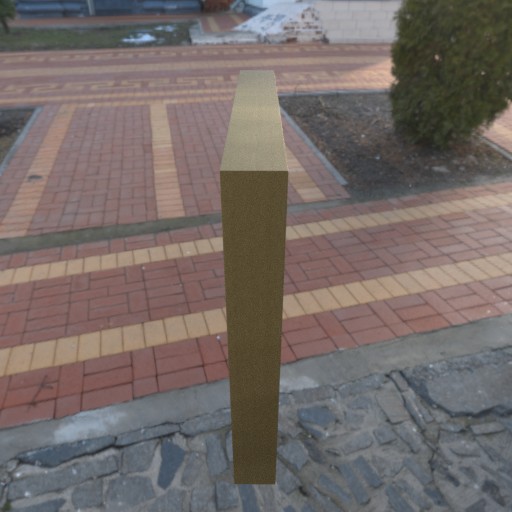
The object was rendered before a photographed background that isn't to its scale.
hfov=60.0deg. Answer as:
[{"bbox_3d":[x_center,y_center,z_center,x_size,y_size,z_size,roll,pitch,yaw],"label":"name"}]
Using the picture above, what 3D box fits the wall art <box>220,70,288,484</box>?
[{"bbox_3d":[0.000,0.000,0.455,0.038,0.305,0.304,0,32,0],"label":"wall art"}]
